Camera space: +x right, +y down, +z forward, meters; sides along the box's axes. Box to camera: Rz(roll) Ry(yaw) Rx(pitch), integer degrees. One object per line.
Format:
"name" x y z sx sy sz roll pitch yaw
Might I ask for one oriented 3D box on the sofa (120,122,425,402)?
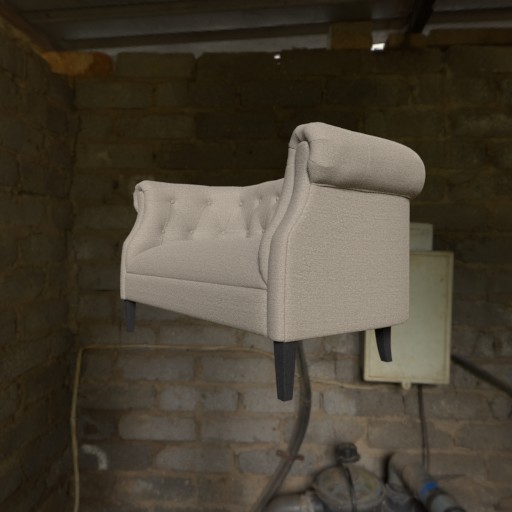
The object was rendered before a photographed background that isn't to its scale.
"sofa" 0.000 0.000 2.058 0.835 0.827 1.558 0 1 -35
